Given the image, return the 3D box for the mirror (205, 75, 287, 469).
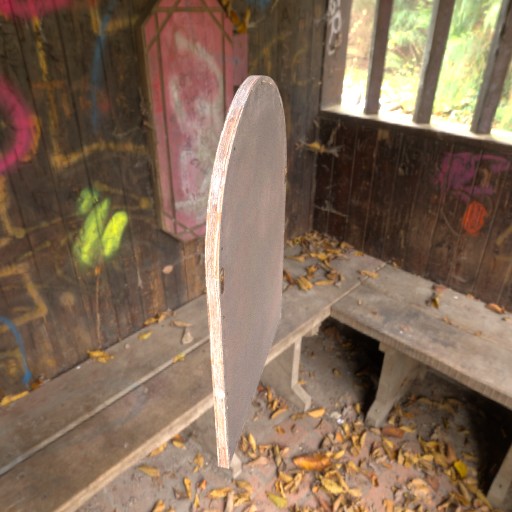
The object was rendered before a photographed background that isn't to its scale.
[{"bbox_3d":[0.000,0.000,1.213,0.032,0.920,0.660,8,31,13],"label":"mirror"}]
